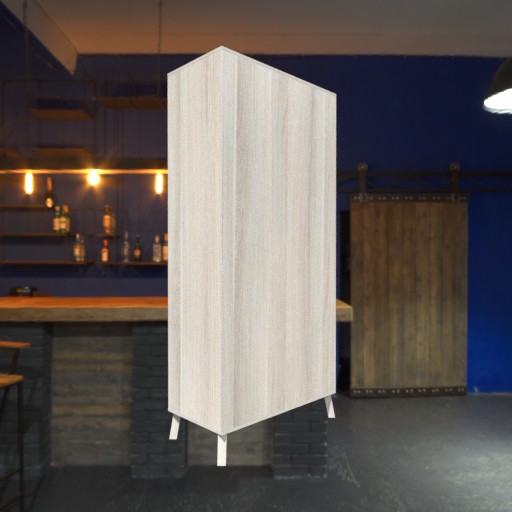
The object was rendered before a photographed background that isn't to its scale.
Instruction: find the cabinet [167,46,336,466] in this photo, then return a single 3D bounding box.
[{"bbox_3d":[0.000,0.000,2.694,0.969,1.957,1.272,0,1,1],"label":"cabinet"}]
